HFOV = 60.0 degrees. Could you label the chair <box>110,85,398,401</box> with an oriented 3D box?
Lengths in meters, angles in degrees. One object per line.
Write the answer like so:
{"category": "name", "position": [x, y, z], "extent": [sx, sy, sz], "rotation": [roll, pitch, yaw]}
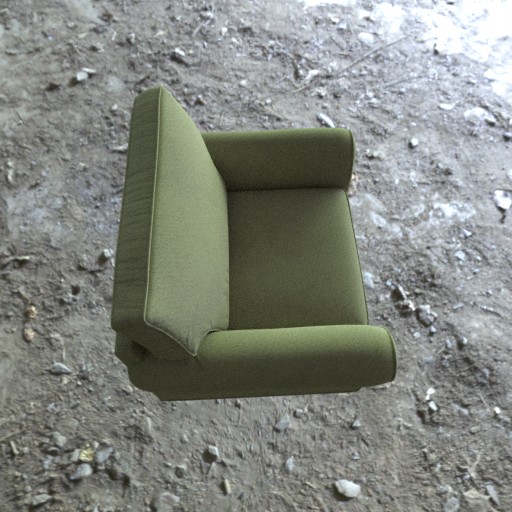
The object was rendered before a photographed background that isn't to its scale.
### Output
{"category": "chair", "position": [0.000, 0.000, 1.859], "extent": [0.939, 1.044, 1.147], "rotation": [-2, 62, -1]}
